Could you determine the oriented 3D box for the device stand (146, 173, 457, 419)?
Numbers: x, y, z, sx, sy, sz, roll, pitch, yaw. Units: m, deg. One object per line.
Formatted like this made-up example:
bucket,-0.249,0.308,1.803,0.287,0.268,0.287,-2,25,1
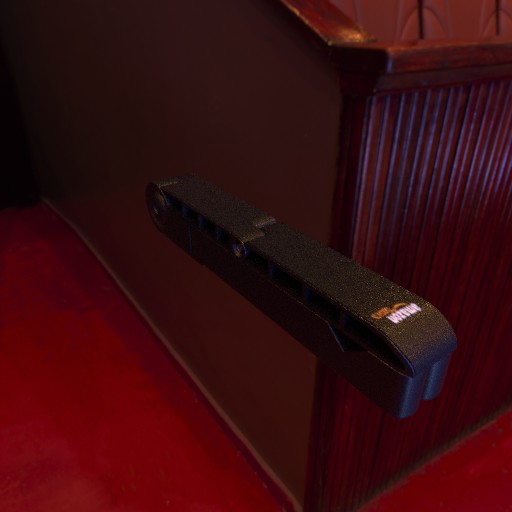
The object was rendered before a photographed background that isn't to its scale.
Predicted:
device stand,0.000,0.000,0.195,0.026,0.030,0.179,-20,35,-31
